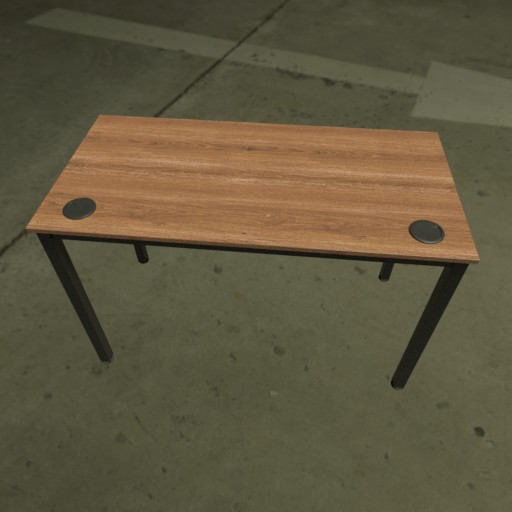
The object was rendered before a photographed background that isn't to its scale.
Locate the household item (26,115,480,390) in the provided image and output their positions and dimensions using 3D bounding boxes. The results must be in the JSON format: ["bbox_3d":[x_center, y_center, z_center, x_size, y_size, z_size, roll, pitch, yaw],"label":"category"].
[{"bbox_3d":[0.000,0.000,1.637,1.200,0.750,0.600,4,47,4],"label":"household item"}]
